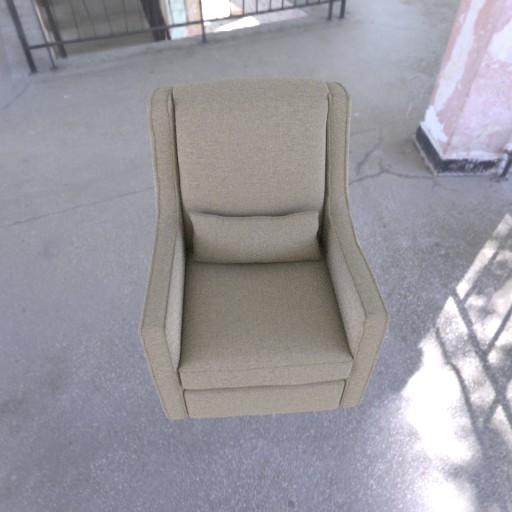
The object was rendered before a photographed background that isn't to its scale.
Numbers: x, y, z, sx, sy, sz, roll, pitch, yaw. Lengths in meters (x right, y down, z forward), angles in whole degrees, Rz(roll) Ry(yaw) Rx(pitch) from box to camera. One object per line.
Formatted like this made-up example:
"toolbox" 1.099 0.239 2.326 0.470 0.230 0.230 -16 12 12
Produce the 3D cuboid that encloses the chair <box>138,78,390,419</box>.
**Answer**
"chair" 0.000 0.000 1.629 0.732 0.993 0.879 -3 47 -3
